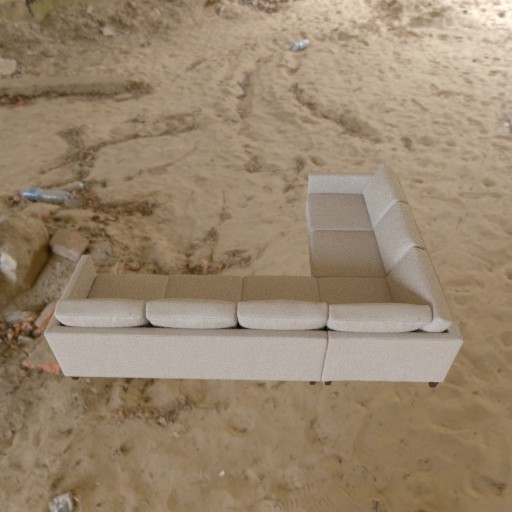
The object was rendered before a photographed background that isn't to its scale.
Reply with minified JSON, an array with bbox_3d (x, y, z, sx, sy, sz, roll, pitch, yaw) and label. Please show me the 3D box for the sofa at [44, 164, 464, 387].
[{"bbox_3d":[0.000,0.000,4.388,3.182,0.863,2.432,1,41,1],"label":"sofa"}]
